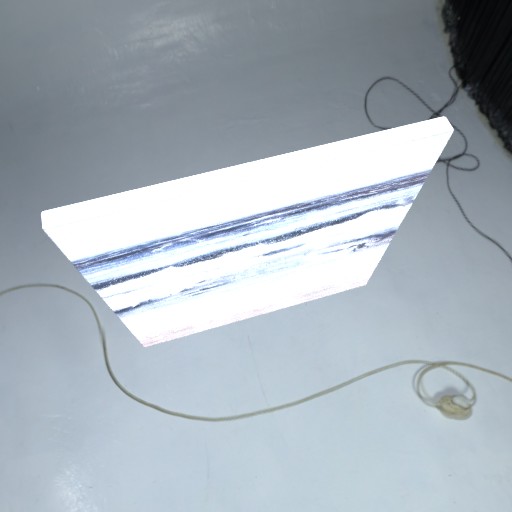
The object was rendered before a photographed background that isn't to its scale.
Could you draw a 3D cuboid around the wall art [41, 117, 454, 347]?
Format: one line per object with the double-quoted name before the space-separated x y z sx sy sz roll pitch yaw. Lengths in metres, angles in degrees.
"wall art" 0.000 0.000 1.126 0.755 0.747 0.065 -15 64 -7
